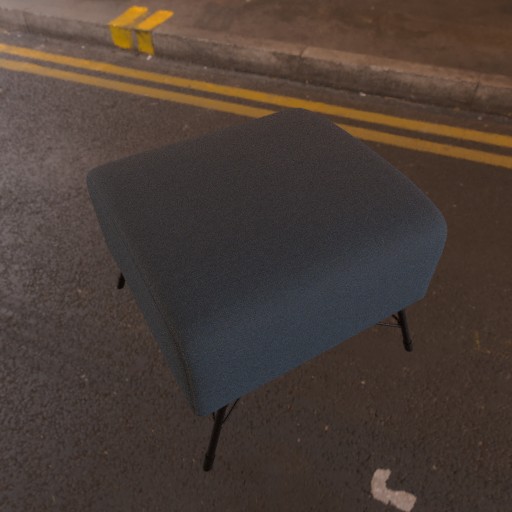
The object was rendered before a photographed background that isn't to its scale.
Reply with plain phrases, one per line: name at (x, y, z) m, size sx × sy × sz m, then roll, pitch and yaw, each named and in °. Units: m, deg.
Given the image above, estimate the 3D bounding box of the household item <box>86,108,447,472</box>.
household item at (0.000, 0.000, 0.927) m, size 0.530 × 0.420 × 0.530 m, roll -23°, pitch 50°, yaw -20°
